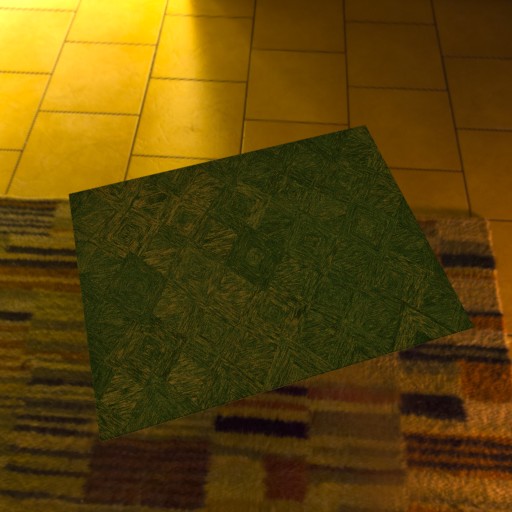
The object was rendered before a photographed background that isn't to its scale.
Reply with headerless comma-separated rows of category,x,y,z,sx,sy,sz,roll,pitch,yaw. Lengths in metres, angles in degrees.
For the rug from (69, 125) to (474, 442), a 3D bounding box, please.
rug,0.000,0.000,4.144,3.217,0.027,2.405,-15,64,-7
